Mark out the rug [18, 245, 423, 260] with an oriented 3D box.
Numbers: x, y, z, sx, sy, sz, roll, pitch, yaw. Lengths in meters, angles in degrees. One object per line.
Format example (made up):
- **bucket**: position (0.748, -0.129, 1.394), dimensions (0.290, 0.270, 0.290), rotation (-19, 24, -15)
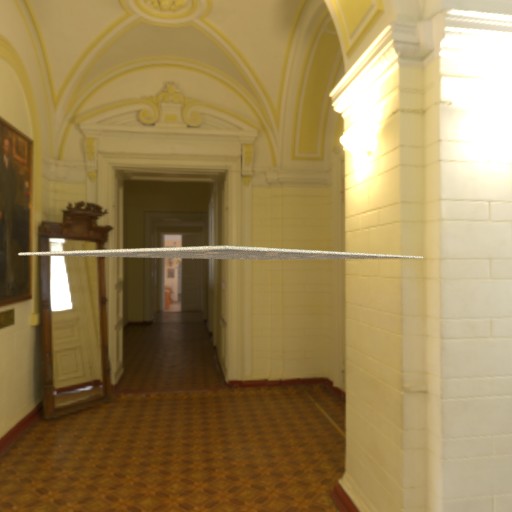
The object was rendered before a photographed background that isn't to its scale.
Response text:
- **rug**: position (0.000, 0.000, 3.019), dimensions (1.528, 0.015, 2.443), rotation (-1, -2, 36)
